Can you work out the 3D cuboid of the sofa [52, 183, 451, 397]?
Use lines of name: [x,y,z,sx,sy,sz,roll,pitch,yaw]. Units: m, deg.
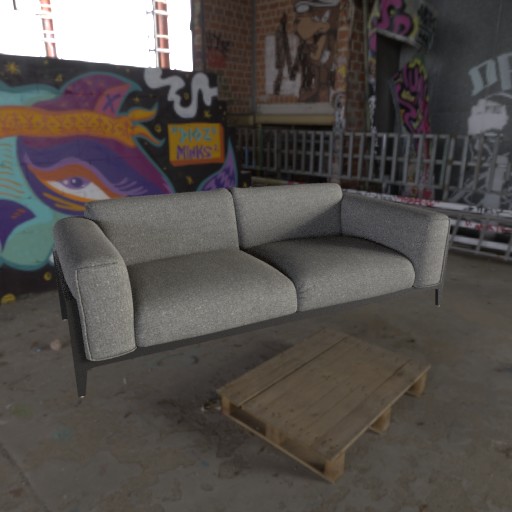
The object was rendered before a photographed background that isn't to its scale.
sofa: [0.000,0.000,2.595,2.125,0.703,0.985,-8,19,-26]
